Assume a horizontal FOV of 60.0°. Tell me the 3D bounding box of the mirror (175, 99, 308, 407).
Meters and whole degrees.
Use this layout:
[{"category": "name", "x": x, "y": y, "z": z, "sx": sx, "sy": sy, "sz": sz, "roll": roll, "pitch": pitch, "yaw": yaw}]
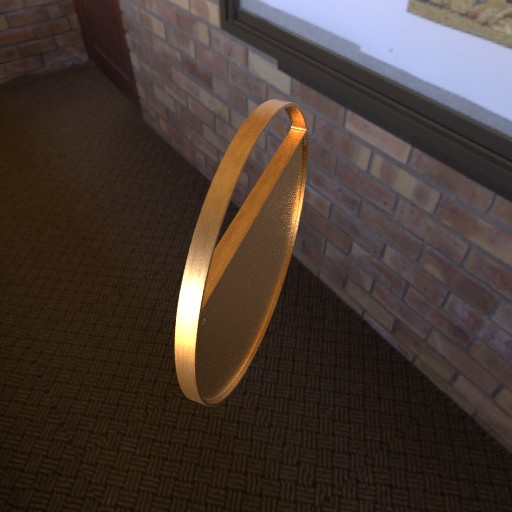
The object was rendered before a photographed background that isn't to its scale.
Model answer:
[{"category": "mirror", "x": 0.000, "y": 0.000, "z": 0.844, "sx": 0.032, "sy": 0.565, "sz": 0.565, "roll": 16, "pitch": 49, "yaw": 14}]
